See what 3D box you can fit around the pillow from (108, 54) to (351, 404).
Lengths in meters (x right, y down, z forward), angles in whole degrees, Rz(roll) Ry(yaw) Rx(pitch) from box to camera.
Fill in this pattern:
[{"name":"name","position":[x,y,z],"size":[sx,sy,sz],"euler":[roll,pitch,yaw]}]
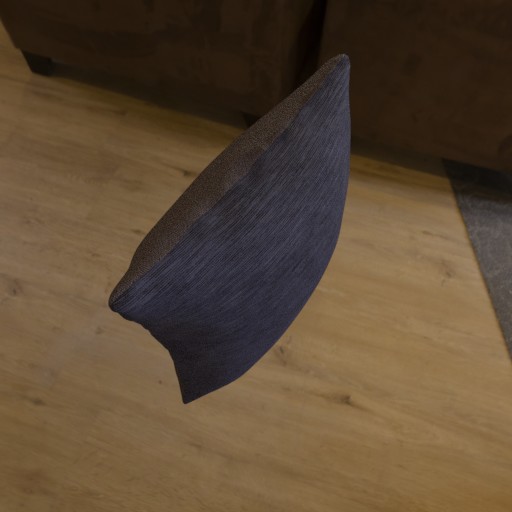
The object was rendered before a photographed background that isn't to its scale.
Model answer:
[{"name":"pillow","position":[0.000,0.000,0.679],"size":[0.204,0.439,0.452],"euler":[31,64,17]}]
